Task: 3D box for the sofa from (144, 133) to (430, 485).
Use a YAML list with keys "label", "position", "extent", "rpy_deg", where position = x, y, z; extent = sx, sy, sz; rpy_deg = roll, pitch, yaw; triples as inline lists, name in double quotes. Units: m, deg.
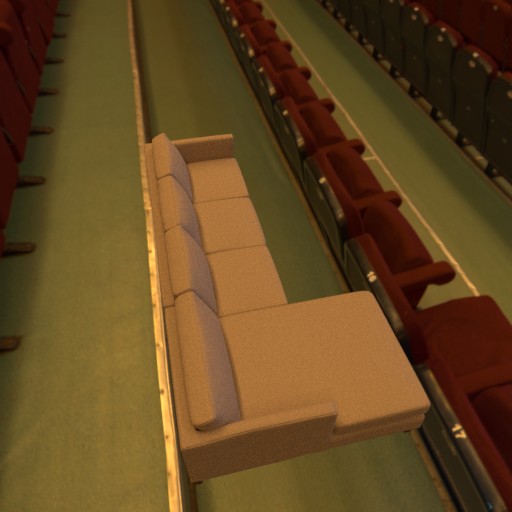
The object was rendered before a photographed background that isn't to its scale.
- label: "sofa"
  position: [0.000, 0.000, 3.809]
  extent: [1.625, 0.846, 3.186]
  rpy_deg: [-10, 47, -9]
